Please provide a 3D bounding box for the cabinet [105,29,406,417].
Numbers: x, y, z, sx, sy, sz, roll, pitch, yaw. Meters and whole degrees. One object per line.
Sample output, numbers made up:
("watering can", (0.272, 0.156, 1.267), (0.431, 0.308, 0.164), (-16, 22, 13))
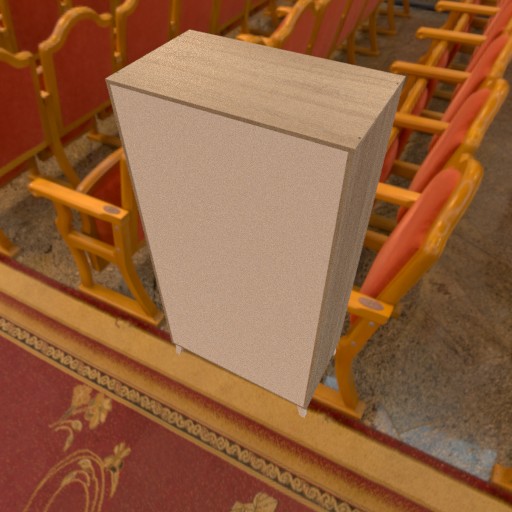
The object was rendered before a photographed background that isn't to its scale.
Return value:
("cabinet", (0.000, 0.000, 2.432), (1.006, 1.999, 0.571), (22, 50, 19))
